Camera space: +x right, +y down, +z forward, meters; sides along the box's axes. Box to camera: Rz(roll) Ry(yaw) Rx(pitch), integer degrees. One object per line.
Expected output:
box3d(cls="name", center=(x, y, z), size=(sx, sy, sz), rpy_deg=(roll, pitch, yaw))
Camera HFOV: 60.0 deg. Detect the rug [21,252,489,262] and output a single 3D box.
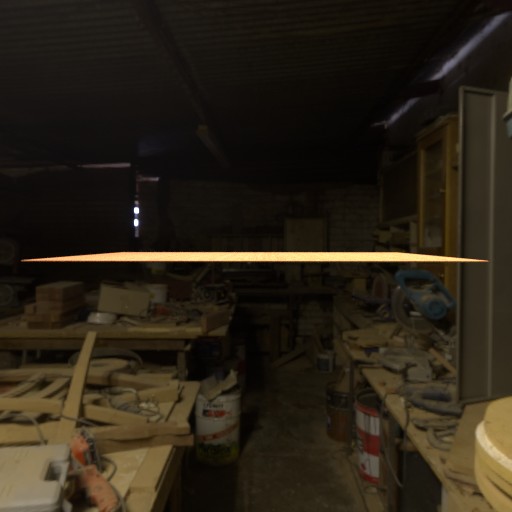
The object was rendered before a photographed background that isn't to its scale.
box3d(cls="rug", center=(0.000, 0.000, 2.926), size=(2.285, 0.006, 1.524), rpy_deg=(0, 2, 2))
